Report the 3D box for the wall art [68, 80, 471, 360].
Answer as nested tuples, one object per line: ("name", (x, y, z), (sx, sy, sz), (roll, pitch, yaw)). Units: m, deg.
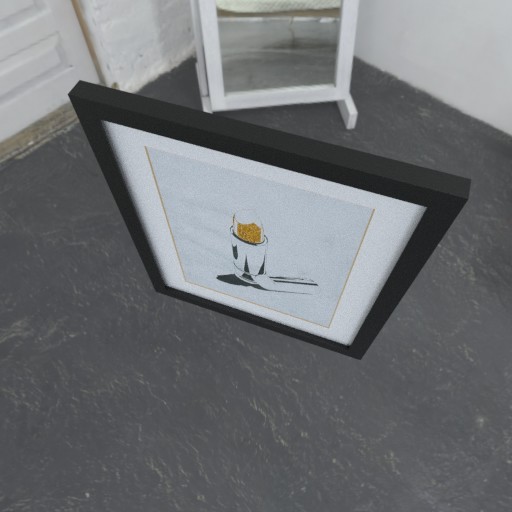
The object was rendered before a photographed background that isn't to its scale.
("wall art", (0.000, 0.000, 0.514), (0.330, 0.381, 0.019), (17, 61, 10))
